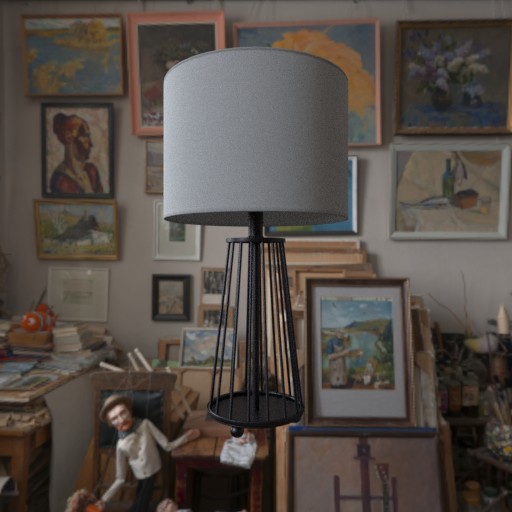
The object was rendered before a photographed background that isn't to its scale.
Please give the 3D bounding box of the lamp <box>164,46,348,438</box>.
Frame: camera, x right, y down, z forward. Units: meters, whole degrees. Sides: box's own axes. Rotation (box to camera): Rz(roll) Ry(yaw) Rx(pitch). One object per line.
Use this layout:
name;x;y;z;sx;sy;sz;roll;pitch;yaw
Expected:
lamp;0.000;0.000;0.788;0.322;0.593;0.322;0;0;-37
